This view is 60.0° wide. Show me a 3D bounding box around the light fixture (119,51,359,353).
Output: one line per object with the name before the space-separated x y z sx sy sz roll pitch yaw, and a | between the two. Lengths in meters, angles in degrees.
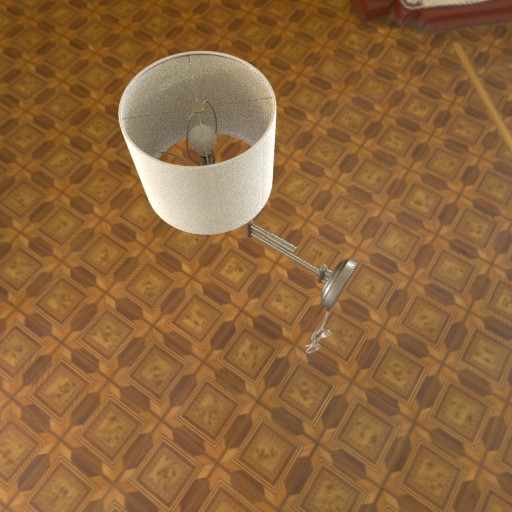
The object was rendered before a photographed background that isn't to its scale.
light fixture | 0.000 0.000 1.061 0.479 0.842 0.253 31 68 14
